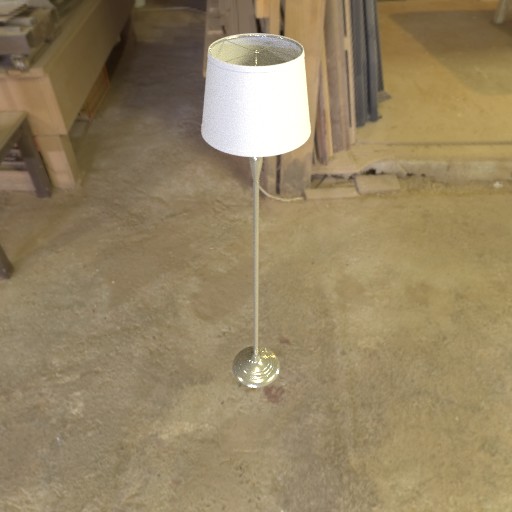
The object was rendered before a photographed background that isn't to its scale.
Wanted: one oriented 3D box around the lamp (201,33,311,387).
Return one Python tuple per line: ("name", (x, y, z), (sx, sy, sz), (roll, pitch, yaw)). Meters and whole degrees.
("lamp", (0.000, 0.000, 1.688), (0.327, 1.506, 0.327), (0, 43, 0))
